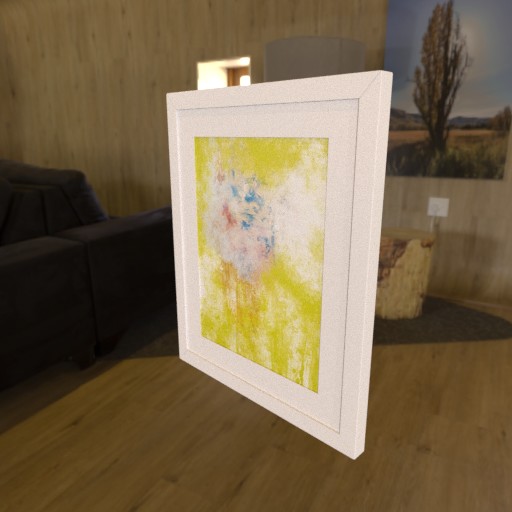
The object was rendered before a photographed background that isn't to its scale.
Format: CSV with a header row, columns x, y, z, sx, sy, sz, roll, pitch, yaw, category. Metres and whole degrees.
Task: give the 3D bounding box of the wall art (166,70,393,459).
x,y,z,sx,sy,sz,roll,pitch,yaw,category
0.000,0.000,0.769,0.454,0.556,0.028,15,21,43,wall art
